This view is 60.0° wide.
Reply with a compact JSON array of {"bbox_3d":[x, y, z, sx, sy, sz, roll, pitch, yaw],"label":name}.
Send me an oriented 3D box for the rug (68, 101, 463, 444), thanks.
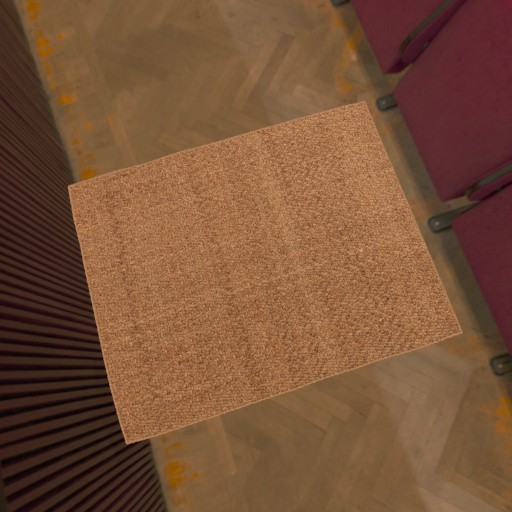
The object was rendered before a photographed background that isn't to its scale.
[{"bbox_3d":[0.000,0.000,4.037,3.048,0.013,2.439,-17,76,-4],"label":"rug"}]
